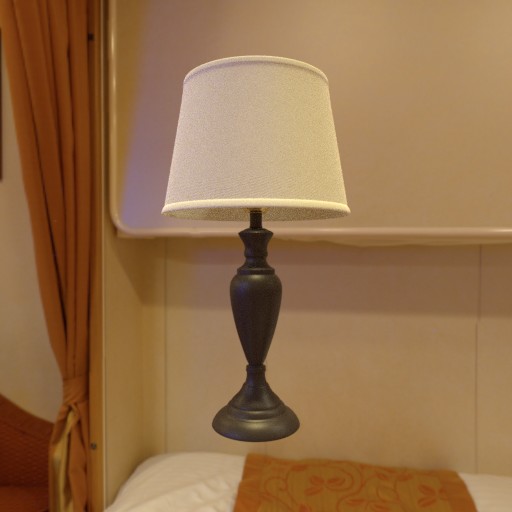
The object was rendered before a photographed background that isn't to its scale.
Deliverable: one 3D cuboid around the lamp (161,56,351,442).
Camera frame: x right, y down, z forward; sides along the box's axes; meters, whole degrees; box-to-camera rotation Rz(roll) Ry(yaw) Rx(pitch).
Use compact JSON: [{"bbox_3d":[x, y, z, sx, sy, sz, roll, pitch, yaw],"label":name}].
[{"bbox_3d":[0.000,0.000,0.803,0.335,0.611,0.335,0,1,0],"label":"lamp"}]
